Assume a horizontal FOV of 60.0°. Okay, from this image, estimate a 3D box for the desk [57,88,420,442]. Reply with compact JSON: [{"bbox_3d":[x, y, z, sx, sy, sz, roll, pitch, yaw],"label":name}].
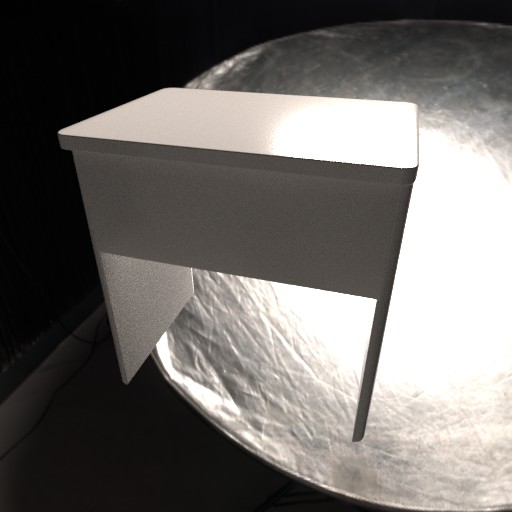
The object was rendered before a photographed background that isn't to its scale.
[{"bbox_3d":[0.000,0.000,1.294,0.762,0.800,0.549,9,32,14],"label":"desk"}]
